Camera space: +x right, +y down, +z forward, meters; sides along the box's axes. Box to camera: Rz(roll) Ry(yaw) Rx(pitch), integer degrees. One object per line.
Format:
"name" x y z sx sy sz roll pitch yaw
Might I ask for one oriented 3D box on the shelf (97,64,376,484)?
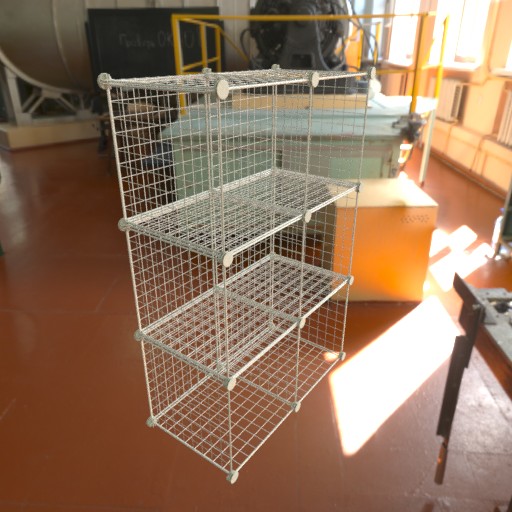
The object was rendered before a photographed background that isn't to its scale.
"shelf" 0.000 0.000 1.376 0.356 1.067 0.711 18 31 33
